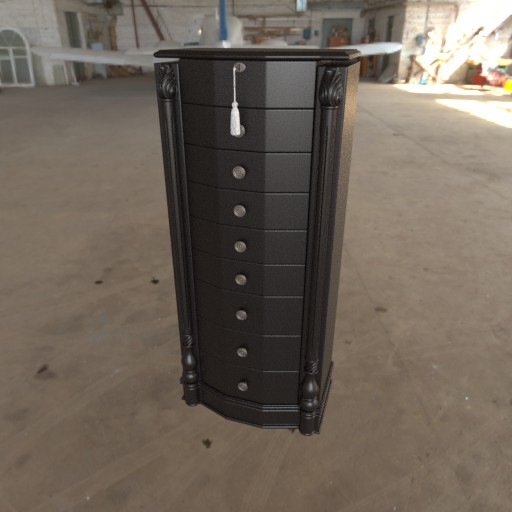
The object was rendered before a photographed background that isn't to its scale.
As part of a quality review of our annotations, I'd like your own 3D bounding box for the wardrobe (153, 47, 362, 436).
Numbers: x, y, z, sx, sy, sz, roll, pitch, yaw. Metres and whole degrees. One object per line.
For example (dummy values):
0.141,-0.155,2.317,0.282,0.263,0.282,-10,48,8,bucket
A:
0.000,0.000,1.198,0.444,1.011,0.295,8,28,16,wardrobe
